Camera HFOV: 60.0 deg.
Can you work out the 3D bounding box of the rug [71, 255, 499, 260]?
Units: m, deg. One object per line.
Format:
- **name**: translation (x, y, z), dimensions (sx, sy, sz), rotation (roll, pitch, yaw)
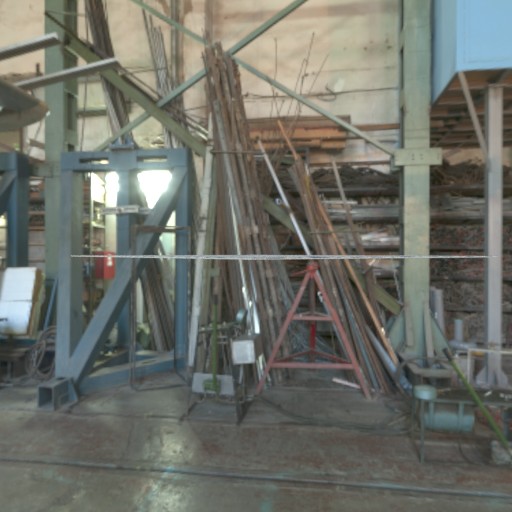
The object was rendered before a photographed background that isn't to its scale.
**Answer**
- **rug**: translation (0.000, 0.000, 4.068), dimensions (2.437, 0.015, 3.205), rotation (0, 0, -37)
